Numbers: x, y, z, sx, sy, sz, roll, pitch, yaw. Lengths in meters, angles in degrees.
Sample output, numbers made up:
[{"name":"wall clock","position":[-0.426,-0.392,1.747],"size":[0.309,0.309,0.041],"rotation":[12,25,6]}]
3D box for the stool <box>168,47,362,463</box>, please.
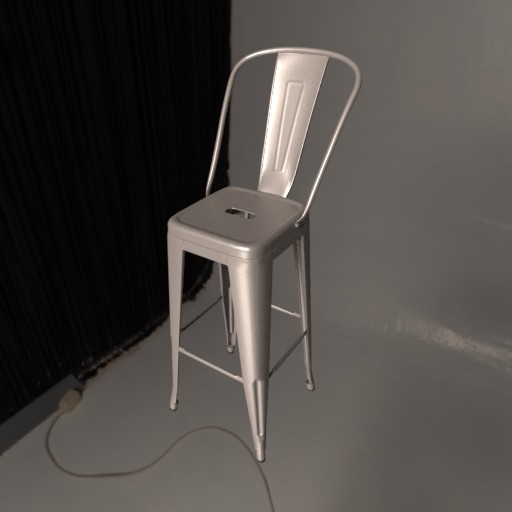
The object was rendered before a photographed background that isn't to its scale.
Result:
[{"name":"stool","position":[0.000,0.000,1.329],"size":[0.399,1.096,0.513],"rotation":[19,36,28]}]
